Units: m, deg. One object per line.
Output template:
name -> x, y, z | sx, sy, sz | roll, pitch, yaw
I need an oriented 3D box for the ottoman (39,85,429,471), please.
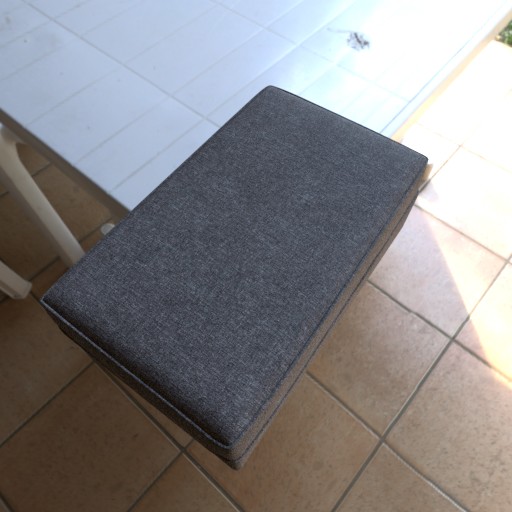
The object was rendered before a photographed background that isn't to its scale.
ottoman -> 0.000, 0.000, 1.551 | 0.717, 0.487, 1.184 | 32, 64, 18
